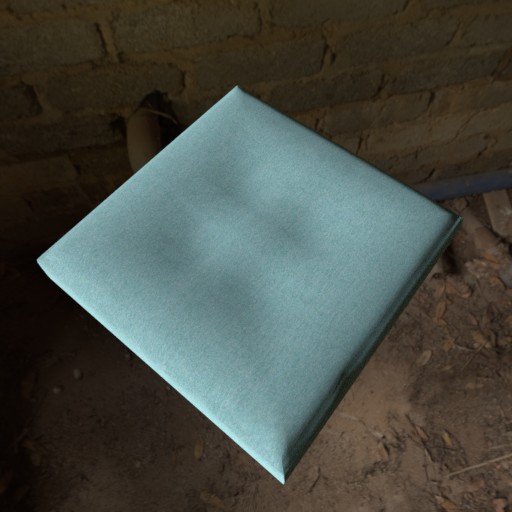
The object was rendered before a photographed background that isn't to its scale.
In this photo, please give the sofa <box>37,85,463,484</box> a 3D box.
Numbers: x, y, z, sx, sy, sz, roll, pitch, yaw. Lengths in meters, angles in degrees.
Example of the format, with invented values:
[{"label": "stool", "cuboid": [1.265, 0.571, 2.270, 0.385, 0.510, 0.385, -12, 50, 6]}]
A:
[{"label": "sofa", "cuboid": [0.000, 0.000, 1.427, 0.930, 0.330, 0.930, 36, 68, 17]}]
